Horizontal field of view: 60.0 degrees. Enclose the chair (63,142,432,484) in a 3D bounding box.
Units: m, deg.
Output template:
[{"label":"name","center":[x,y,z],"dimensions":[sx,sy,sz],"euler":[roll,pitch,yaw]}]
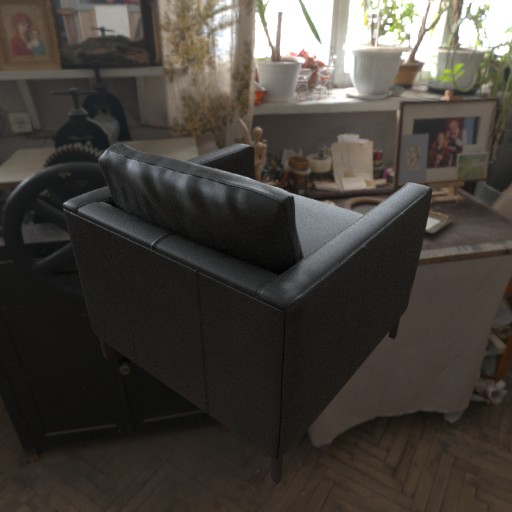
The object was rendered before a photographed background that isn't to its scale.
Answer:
[{"label":"chair","center":[0.000,0.000,1.489],"dimensions":[0.967,0.824,0.861],"euler":[22,36,33]}]
